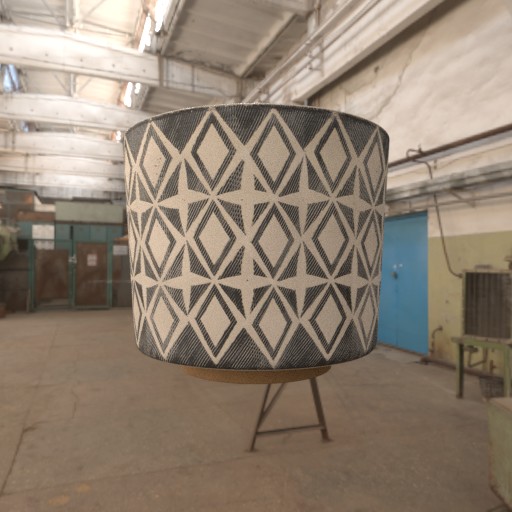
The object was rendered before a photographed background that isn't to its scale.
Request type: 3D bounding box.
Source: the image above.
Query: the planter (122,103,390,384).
[{"bbox_3d":[0.000,0.000,0.450,0.260,0.220,0.260,0,-1,0],"label":"planter"}]
